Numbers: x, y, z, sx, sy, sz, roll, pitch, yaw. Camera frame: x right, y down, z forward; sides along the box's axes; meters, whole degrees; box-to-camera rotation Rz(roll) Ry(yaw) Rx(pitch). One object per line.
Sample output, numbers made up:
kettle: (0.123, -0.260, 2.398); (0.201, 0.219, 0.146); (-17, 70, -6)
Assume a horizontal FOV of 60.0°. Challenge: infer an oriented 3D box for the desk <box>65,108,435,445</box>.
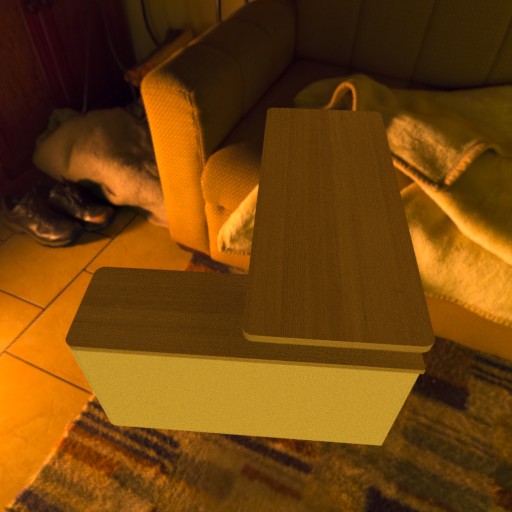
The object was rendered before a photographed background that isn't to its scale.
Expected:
desk: (0.000, 0.000, 2.090); (1.175, 0.770, 1.400); (3, 46, 3)
